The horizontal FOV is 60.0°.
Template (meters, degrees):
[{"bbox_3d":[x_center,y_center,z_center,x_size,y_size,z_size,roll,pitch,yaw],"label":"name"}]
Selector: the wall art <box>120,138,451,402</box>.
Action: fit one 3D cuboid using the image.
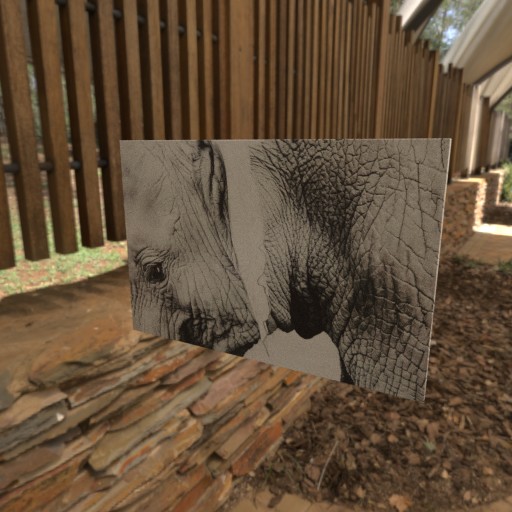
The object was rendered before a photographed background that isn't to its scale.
[{"bbox_3d":[0.000,0.000,1.198,0.914,0.607,0.023,7,16,27],"label":"wall art"}]
